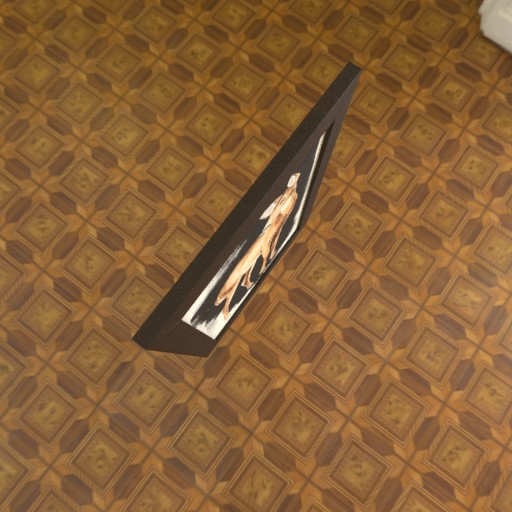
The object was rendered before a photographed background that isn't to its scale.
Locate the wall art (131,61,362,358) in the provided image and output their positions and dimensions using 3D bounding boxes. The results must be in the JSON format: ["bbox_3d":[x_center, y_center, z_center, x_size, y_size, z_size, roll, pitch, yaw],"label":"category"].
[{"bbox_3d":[0.000,0.000,0.683,0.017,0.513,0.359,35,79,8],"label":"wall art"}]
